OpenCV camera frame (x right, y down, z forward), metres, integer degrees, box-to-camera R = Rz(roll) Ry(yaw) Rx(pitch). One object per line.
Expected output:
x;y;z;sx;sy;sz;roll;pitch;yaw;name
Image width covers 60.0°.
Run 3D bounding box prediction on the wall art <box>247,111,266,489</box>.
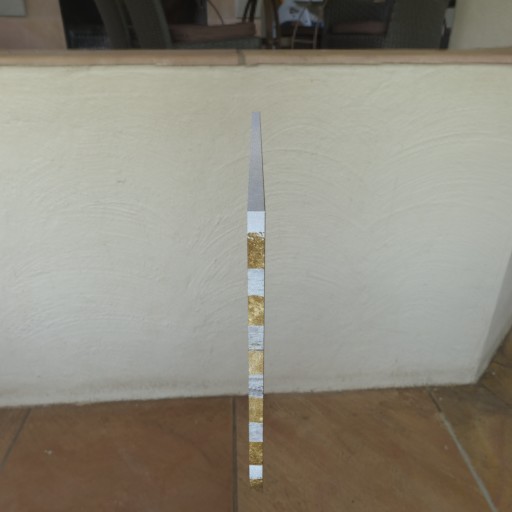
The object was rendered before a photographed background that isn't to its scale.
0.000;0.000;1.195;0.027;0.610;0.932;0;27;0;wall art
